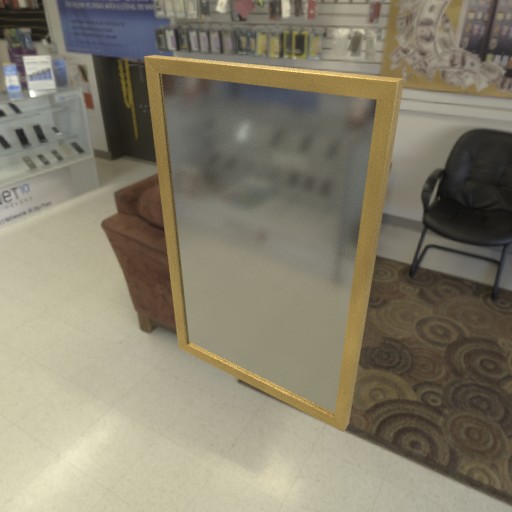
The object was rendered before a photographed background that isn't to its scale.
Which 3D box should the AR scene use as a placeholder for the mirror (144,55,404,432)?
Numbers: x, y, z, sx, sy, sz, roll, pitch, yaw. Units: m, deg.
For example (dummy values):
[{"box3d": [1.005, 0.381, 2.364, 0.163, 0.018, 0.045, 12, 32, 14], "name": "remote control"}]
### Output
[{"box3d": [0.000, 0.000, 1.150, 0.609, 0.915, 0.040, 19, 36, 28], "name": "mirror"}]
